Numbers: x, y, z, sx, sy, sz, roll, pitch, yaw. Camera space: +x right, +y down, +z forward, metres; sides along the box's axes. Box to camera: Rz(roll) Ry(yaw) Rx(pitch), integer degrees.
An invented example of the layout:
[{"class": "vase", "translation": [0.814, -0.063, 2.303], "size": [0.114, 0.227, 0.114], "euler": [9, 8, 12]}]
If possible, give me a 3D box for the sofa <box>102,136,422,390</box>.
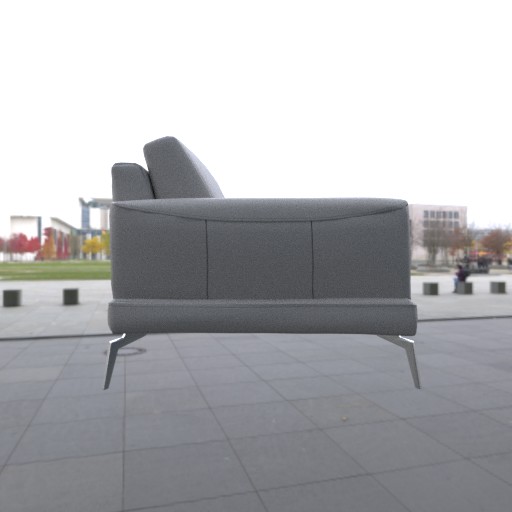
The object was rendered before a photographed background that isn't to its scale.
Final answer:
[{"class": "sofa", "translation": [0.000, 0.000, 2.402], "size": [1.121, 0.930, 1.819], "euler": [0, 0, -1]}]
